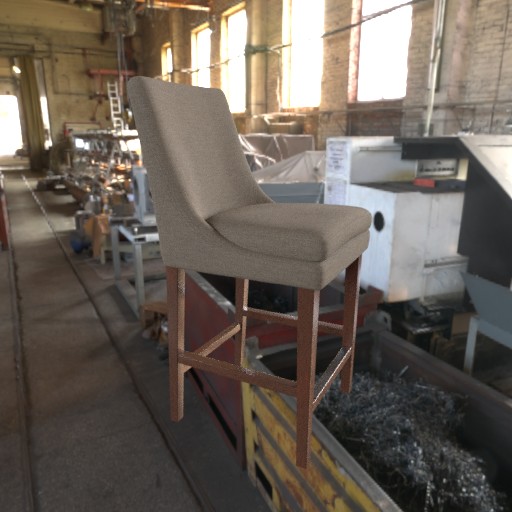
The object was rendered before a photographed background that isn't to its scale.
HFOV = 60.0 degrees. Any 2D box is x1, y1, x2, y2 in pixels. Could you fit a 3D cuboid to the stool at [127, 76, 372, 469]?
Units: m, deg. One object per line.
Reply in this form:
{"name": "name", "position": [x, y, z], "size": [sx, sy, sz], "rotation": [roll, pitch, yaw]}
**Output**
{"name": "stool", "position": [0.000, 0.000, 1.311], "size": [0.577, 0.981, 0.470], "rotation": [8, 17, 26]}
